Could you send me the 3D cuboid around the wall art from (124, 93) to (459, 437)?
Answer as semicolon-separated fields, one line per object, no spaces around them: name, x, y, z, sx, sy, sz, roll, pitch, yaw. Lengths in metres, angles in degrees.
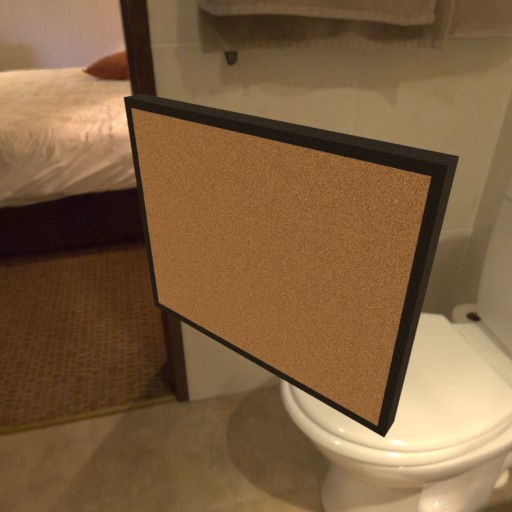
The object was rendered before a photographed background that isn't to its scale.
wall art;0.000;0.000;0.538;0.397;0.325;0.028;22;38;32
